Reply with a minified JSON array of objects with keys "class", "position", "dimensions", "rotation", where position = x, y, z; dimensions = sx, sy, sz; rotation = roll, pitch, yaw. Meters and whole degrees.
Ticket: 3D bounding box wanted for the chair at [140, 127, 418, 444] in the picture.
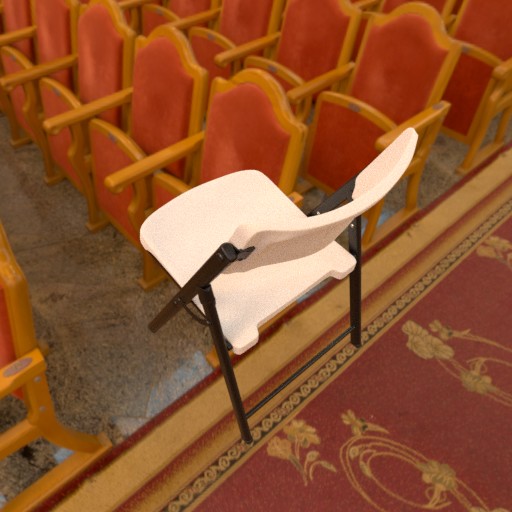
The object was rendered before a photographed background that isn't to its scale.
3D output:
[{"class":"chair","position":[0.000,0.000,1.134],"dimensions":[0.482,0.765,0.577],"rotation":[-32,54,-27]}]
